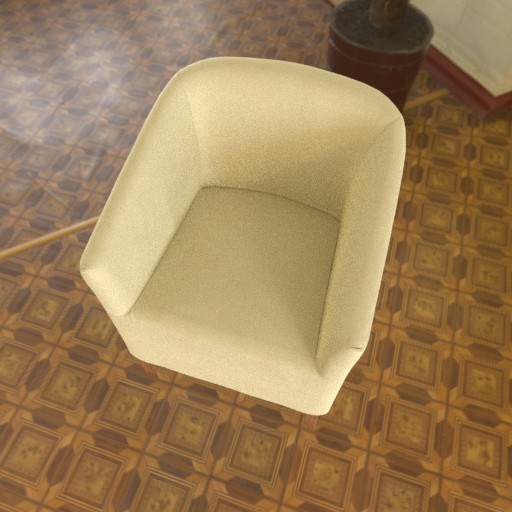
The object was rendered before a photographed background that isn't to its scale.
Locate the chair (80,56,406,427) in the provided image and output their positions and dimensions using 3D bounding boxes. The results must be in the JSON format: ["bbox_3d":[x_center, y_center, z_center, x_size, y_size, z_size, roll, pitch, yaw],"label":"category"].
[{"bbox_3d":[0.000,0.000,1.280,0.643,0.822,0.657,15,59,9],"label":"chair"}]
